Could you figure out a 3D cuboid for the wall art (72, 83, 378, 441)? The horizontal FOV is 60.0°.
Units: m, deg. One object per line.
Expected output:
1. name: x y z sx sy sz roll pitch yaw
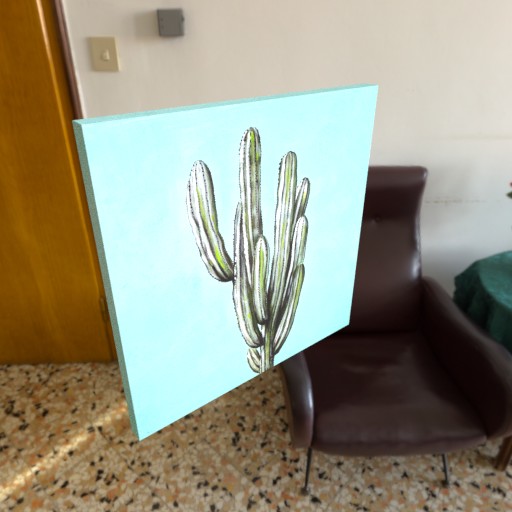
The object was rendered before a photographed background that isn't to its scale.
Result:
1. wall art: 0.000 0.000 0.893 0.603 0.603 0.036 -20 35 -33
